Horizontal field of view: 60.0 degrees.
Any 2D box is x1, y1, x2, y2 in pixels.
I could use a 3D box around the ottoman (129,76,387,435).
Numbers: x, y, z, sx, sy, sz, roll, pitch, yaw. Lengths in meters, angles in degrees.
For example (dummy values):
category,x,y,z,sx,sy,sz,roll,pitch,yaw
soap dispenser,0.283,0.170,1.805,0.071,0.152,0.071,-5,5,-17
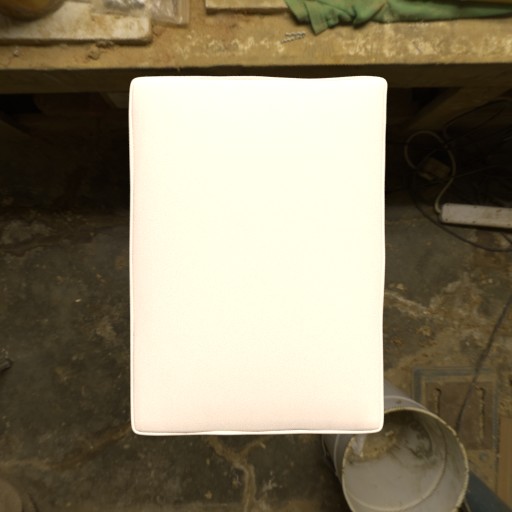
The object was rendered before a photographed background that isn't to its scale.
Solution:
category,x,y,z,sx,sy,sz,roll,pitch,yaw
ottoman,0.000,0.000,1.303,0.703,0.479,0.944,0,91,-1
